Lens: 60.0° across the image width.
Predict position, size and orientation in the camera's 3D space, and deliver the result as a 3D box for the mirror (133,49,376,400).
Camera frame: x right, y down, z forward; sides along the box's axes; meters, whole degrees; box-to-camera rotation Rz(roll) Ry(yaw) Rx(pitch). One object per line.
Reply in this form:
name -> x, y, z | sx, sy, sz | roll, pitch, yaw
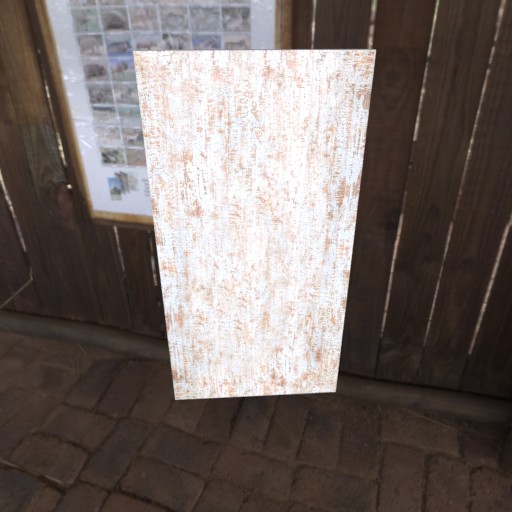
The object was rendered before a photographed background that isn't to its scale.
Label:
mirror -> 0.000, 0.000, 1.091 | 0.472, 0.922, 0.027 | -2, 29, -3
